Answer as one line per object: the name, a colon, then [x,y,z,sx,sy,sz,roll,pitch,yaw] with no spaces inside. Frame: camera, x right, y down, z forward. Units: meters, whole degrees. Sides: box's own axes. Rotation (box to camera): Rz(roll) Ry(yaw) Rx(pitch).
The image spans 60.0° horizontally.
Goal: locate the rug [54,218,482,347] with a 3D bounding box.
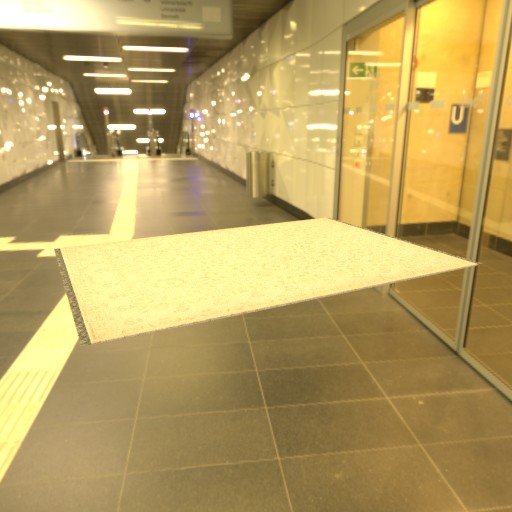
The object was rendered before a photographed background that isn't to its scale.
rug: [0.000,0.000,2.776,2.233,0.011,1.514,-8,18,-26]
